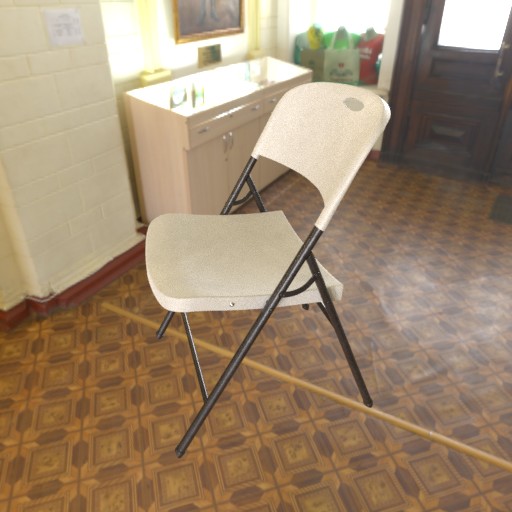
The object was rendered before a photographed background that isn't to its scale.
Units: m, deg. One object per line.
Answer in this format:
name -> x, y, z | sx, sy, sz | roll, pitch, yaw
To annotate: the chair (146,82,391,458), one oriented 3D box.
chair -> 0.000, 0.000, 1.174 | 0.566, 0.810, 0.494 | -9, 32, -14
